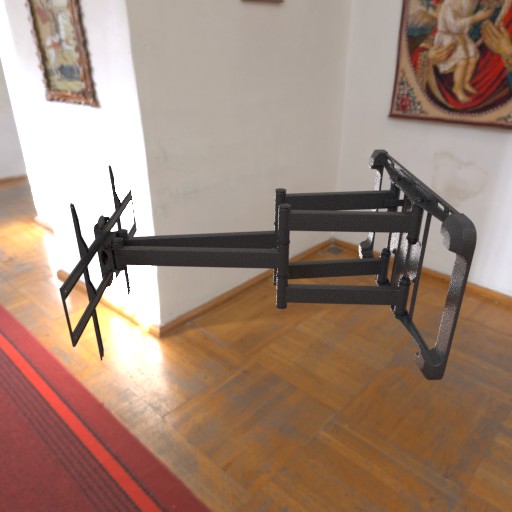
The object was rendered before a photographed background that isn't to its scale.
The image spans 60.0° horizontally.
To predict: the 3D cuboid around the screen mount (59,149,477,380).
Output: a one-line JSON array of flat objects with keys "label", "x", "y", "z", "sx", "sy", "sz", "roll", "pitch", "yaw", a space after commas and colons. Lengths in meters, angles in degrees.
[{"label": "screen mount", "x": 0.000, "y": 0.000, "z": 1.333, "sx": 0.905, "sy": 0.483, "sz": 0.725, "roll": -1, "pitch": 27, "yaw": -2}]
